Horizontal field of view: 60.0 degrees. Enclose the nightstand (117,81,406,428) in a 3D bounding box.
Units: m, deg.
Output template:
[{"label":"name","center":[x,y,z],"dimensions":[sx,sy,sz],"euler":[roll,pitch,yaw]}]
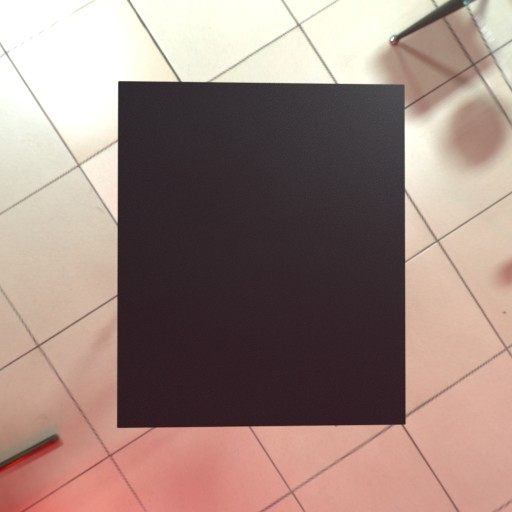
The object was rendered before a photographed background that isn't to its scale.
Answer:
[{"label":"nightstand","center":[0.000,0.000,0.927],"dimensions":[0.402,0.623,0.479],"euler":[0,89,-2]}]
